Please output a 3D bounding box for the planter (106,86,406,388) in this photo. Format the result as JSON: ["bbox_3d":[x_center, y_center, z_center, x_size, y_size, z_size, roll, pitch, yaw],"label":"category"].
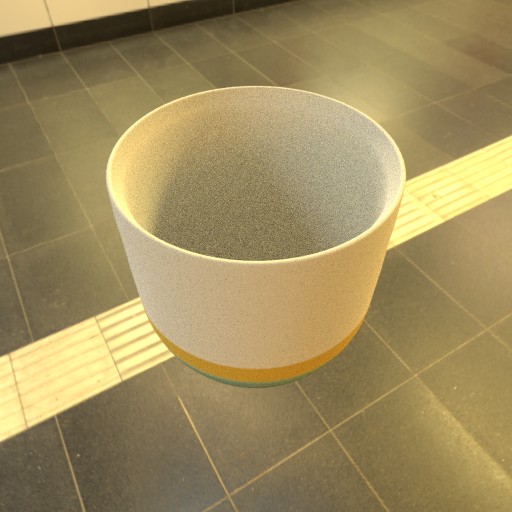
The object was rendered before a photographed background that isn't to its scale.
[{"bbox_3d":[0.000,0.000,0.500,0.268,0.270,0.268,0,47,0],"label":"planter"}]
